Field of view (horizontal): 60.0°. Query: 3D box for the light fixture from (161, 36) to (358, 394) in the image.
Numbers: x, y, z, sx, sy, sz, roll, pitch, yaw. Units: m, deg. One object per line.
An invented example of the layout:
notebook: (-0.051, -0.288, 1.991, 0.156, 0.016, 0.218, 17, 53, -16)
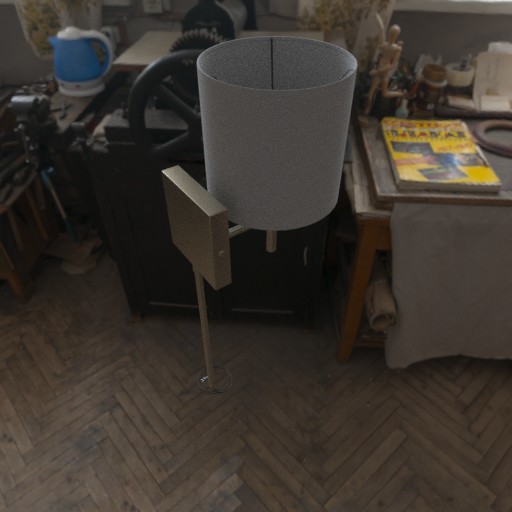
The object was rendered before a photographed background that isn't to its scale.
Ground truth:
light fixture: (0.000, 0.000, 0.706, 0.248, 0.589, 0.188, -25, 48, -26)
